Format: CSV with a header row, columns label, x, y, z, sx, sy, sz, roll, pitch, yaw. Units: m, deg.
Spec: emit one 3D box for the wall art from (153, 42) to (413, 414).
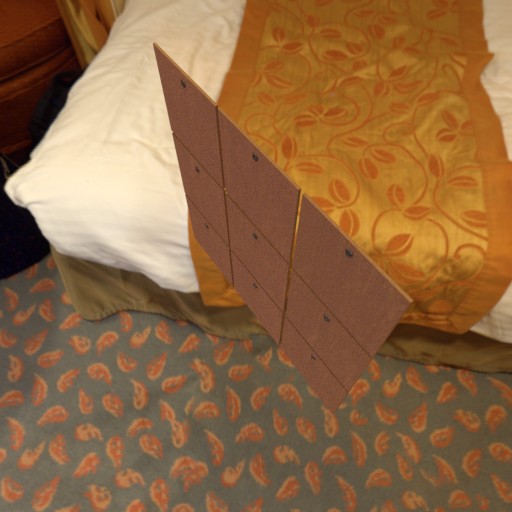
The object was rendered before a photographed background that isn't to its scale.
label,x,y,z,sx,sy,sz,roll,pitch,yaw
wall art,0.000,0.000,2.251,0.023,1.522,1.526,-32,64,-18
